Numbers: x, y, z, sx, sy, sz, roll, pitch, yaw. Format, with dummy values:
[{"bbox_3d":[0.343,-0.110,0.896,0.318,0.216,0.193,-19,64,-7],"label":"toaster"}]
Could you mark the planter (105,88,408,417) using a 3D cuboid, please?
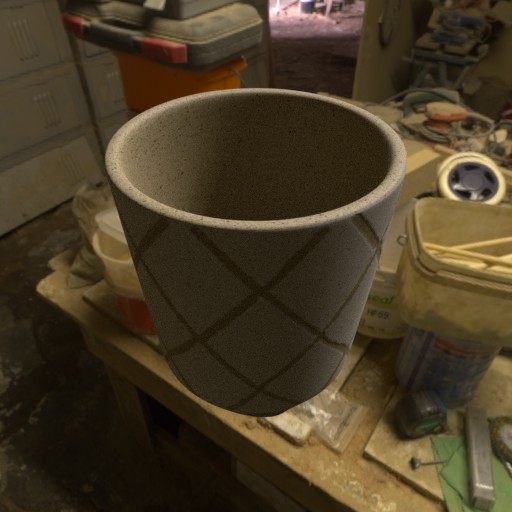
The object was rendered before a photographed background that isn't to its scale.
[{"bbox_3d":[0.000,0.000,0.418,0.228,0.235,0.228,0,40,0],"label":"planter"}]
